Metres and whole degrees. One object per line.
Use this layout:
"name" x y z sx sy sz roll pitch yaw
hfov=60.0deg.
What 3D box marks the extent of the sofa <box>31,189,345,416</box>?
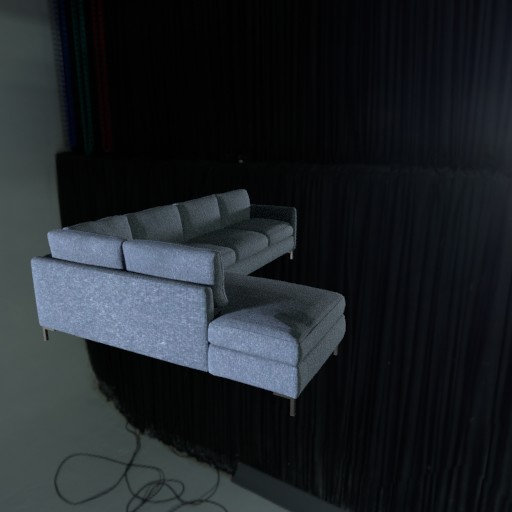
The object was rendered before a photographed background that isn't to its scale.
"sofa" 0.000 0.000 3.875 2.007 0.815 2.949 8 17 26
